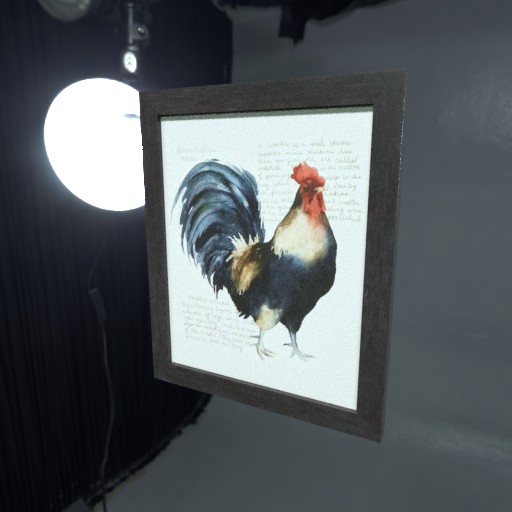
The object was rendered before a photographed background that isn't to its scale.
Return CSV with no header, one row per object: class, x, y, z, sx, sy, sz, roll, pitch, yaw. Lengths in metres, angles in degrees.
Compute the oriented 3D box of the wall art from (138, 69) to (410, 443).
wall art,0.000,0.000,0.789,0.479,0.580,0.027,7,14,27
